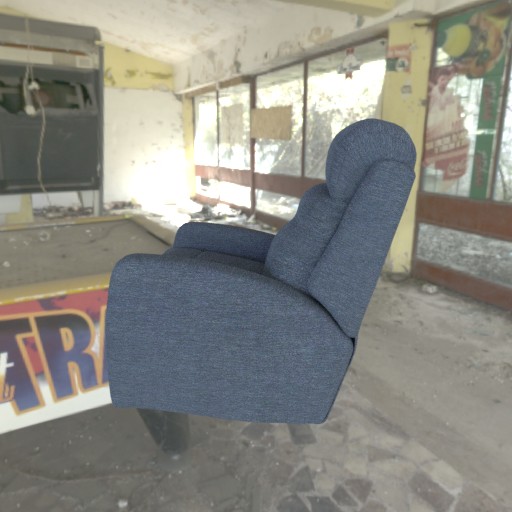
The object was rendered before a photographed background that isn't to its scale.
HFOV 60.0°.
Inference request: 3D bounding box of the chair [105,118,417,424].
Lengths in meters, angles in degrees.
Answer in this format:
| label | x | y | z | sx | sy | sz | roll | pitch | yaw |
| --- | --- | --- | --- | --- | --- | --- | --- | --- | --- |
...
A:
| label | x | y | z | sx | sy | sz | roll | pitch | yaw |
| --- | --- | --- | --- | --- | --- | --- | --- | --- | --- |
| chair | 0.000 | 0.000 | 1.740 | 1.043 | 1.013 | 0.798 | 2 | 14 | 9 |
